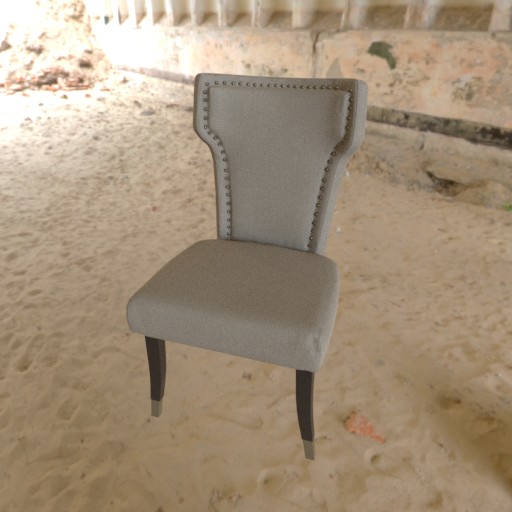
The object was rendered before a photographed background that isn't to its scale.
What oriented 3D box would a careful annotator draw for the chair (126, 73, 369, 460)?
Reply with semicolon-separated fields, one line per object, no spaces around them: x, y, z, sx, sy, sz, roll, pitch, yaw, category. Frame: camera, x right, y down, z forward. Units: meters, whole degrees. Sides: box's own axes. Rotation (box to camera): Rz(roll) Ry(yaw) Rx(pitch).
0.000;0.000;1.311;0.526;0.955;0.630;9;30;16;chair
